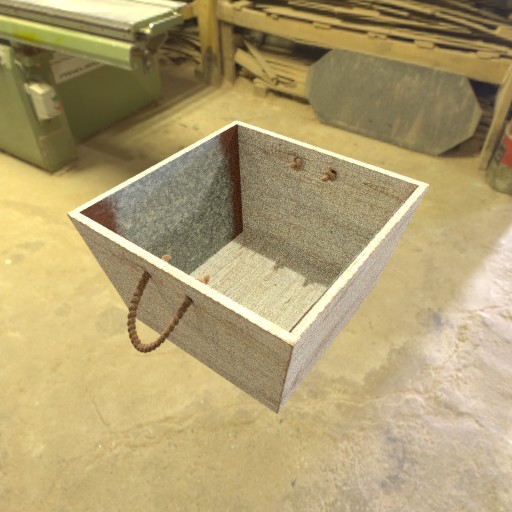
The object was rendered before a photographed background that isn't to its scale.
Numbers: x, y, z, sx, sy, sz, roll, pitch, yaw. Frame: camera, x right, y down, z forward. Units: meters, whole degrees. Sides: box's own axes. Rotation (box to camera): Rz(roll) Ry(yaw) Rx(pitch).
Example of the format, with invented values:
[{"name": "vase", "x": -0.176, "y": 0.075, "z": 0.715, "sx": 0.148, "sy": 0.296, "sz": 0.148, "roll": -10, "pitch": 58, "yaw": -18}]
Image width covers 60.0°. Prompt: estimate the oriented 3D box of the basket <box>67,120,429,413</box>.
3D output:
[{"name": "basket", "x": 0.000, "y": 0.000, "z": 0.787, "sx": 0.413, "sy": 0.247, "sz": 0.545, "roll": 26, "pitch": 48, "yaw": 27}]
